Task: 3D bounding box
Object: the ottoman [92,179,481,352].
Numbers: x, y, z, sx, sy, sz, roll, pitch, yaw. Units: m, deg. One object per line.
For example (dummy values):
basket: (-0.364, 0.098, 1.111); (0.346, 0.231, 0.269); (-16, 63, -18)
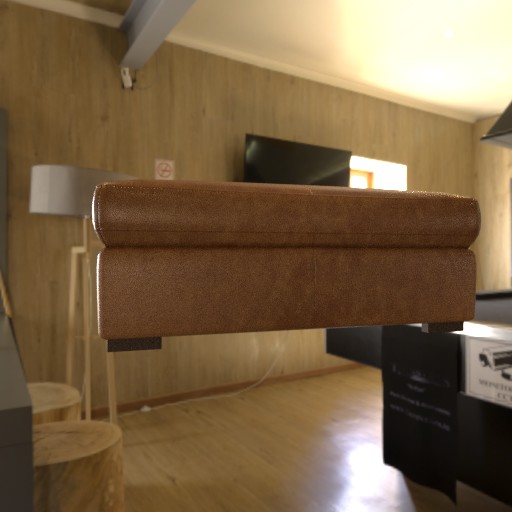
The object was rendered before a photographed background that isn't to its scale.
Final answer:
ottoman: (0.000, 0.000, 1.802); (1.169, 0.483, 1.168); (0, 1, -16)
